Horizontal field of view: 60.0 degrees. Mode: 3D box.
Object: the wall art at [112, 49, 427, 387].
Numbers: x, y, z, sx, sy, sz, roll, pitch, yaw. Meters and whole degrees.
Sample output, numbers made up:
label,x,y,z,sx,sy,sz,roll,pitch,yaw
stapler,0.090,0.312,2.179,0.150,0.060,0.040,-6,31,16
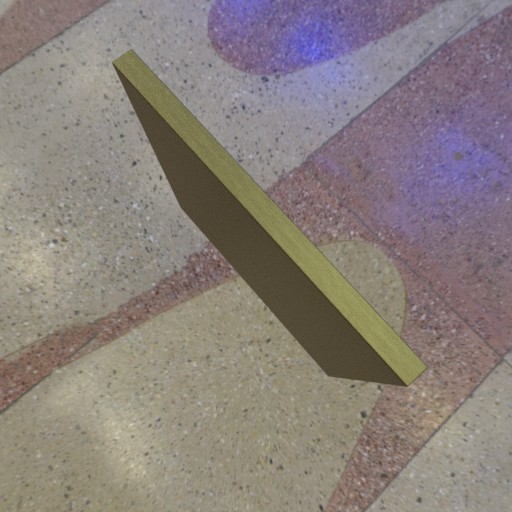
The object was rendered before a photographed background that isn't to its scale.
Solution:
label,x,y,z,sx,sy,sz,roll,pitch,yaw
wall art,0.000,0.000,0.742,0.031,0.506,0.503,-40,79,-9
